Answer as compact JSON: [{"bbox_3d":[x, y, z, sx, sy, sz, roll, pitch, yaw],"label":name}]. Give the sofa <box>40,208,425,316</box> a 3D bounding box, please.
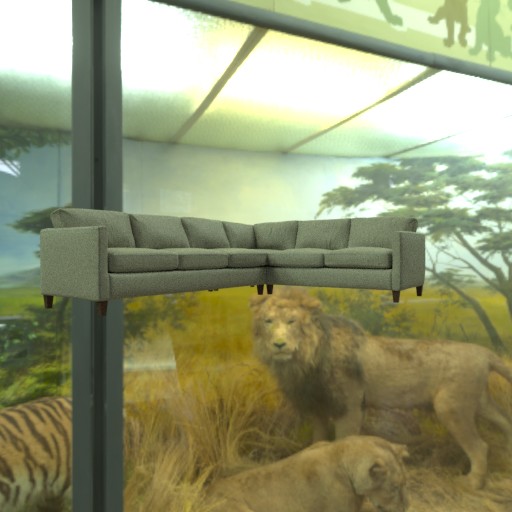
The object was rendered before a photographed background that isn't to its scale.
[{"bbox_3d":[0.000,0.000,4.606,2.593,0.947,3.302,0,0,36],"label":"sofa"}]
